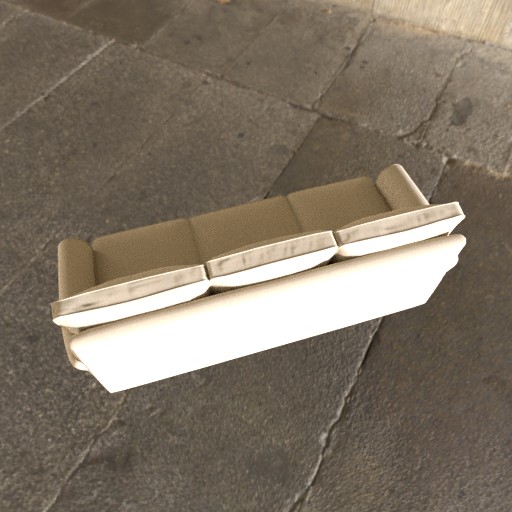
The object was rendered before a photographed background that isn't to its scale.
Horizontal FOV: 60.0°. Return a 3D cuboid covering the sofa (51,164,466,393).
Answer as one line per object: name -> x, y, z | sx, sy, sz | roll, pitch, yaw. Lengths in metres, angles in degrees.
sofa -> 0.000, 0.000, 2.807 | 2.354, 0.948, 0.966 | -14, 57, -9
